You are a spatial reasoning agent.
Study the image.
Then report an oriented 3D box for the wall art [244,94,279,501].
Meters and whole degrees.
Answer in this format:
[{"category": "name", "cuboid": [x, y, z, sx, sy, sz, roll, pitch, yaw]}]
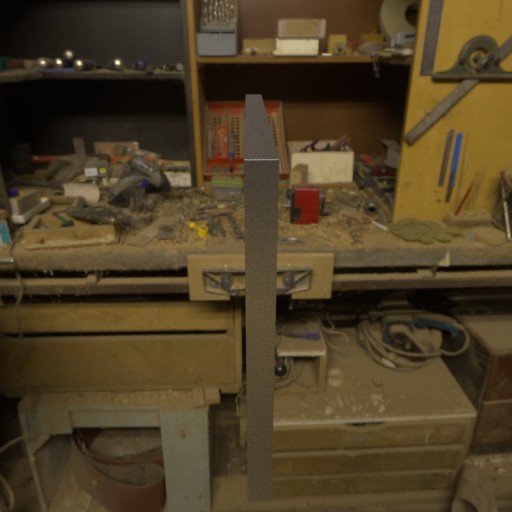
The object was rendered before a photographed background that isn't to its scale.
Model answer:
[{"category": "wall art", "cuboid": [0.000, 0.000, 0.742, 0.032, 0.456, 0.557, 0, 26, -1]}]
